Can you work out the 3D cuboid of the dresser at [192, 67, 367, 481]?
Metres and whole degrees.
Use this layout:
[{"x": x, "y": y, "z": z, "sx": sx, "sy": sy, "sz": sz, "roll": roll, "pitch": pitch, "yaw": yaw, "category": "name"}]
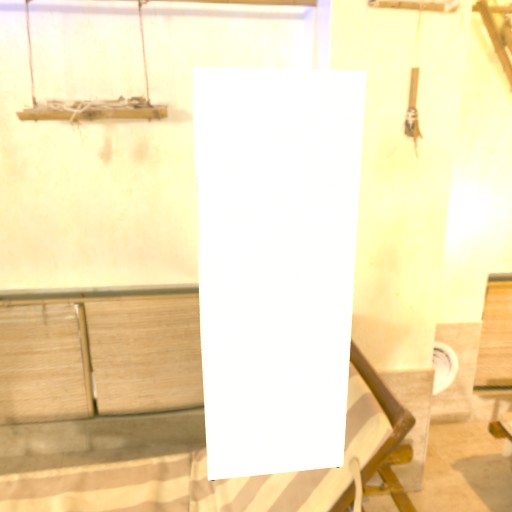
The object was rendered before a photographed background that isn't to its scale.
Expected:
[{"x": 0.000, "y": 0.000, "z": 1.465, "sx": 0.380, "sy": 1.040, "sz": 0.800, "roll": -2, "pitch": 15, "yaw": -8, "category": "dresser"}]
